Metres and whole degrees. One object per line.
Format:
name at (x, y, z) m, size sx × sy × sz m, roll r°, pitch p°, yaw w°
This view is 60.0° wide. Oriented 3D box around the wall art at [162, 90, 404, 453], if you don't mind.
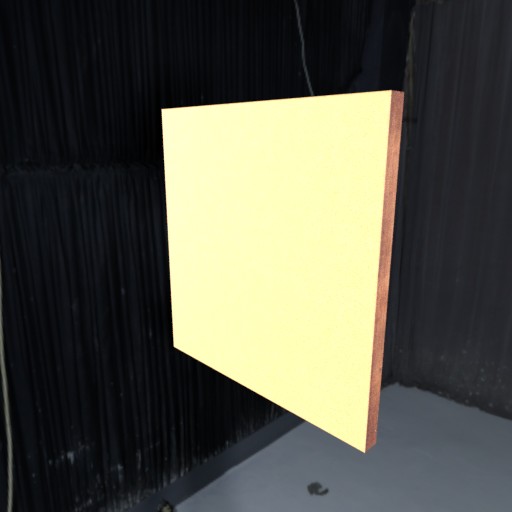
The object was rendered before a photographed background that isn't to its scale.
wall art at (0.000, 0.000, 0.872) m, size 0.037 × 0.572 × 0.554 m, roll -14°, pitch 20°, yaw -43°
